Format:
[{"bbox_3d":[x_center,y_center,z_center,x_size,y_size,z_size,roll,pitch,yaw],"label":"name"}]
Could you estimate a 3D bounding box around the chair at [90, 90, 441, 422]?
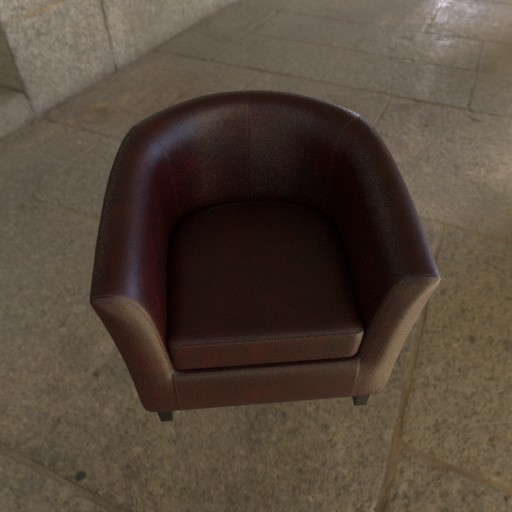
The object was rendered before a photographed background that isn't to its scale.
[{"bbox_3d":[0.000,0.000,1.377,0.792,0.756,0.727,-3,45,-3],"label":"chair"}]
